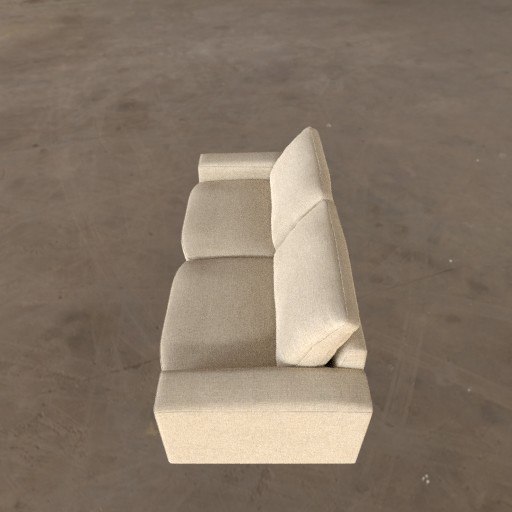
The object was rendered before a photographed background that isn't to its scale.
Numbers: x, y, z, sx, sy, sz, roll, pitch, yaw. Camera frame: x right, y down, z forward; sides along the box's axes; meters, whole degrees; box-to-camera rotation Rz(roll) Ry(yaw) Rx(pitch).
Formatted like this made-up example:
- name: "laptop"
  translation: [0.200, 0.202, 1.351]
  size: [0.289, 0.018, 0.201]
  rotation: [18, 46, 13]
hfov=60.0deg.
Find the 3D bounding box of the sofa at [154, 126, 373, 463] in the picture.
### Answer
- name: "sofa"
  translation: [0.000, 0.000, 2.876]
  size: [1.040, 0.922, 2.299]
  rotation: [0, 42, 0]
